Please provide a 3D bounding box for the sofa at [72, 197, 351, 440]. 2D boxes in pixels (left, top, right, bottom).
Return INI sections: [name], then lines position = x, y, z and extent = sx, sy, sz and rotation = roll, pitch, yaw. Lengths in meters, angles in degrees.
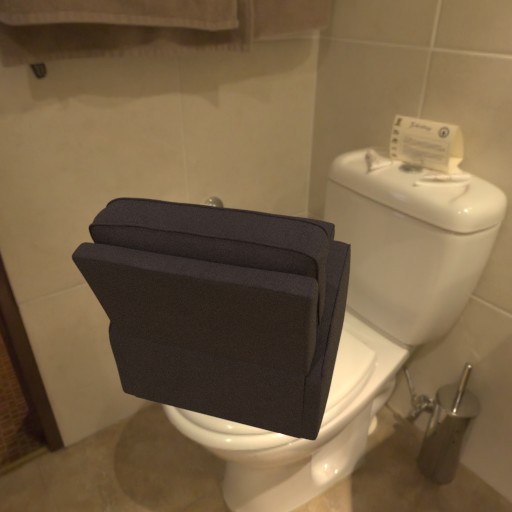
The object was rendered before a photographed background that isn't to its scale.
[sofa]
position = 0.000, 0.000, 2.039
extent = 0.861, 0.959, 1.472
rotation = 9, 32, 14
